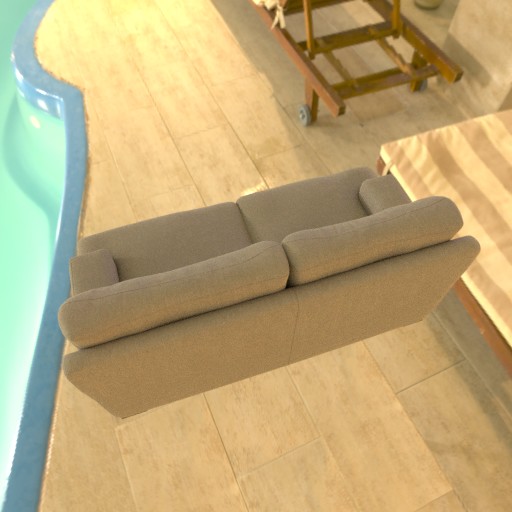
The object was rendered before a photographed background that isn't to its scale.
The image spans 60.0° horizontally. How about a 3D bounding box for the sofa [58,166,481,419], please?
[{"bbox_3d":[0.000,0.000,2.318,1.855,0.980,0.962,-16,59,-10],"label":"sofa"}]
